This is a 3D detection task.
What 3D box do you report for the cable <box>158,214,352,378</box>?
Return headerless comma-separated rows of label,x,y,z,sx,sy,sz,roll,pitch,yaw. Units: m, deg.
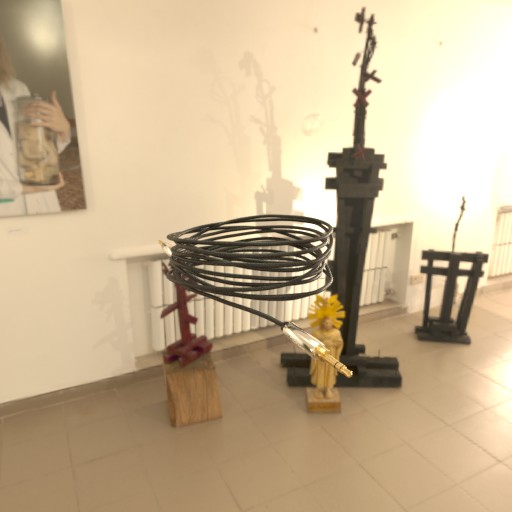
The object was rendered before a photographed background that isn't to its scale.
cable,0.000,0.000,0.504,0.198,0.069,0.432,-8,18,-26
